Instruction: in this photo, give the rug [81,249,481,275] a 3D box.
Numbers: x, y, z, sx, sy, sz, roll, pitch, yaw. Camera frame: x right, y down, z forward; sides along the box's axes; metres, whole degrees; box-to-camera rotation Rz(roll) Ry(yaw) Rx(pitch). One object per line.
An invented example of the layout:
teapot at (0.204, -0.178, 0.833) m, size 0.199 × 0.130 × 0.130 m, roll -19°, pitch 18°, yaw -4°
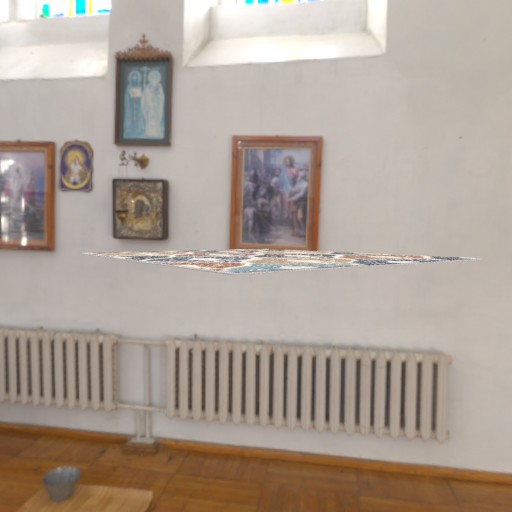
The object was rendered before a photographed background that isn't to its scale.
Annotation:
rug at (0.000, 0.000, 4.182) m, size 2.423 × 0.014 × 3.040 m, roll -2°, pitch 3°, yaw -35°
